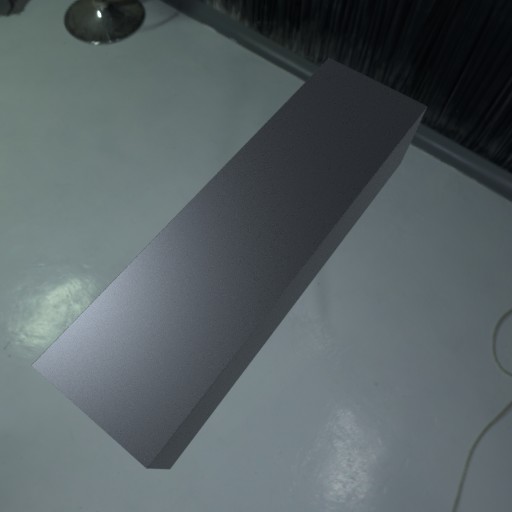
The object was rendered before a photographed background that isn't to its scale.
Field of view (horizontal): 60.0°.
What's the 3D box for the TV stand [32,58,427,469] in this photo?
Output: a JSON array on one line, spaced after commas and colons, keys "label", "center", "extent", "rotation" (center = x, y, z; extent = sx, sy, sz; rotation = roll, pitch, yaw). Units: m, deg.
[{"label": "TV stand", "center": [0.000, 0.000, 1.474], "extent": [0.390, 0.518, 1.312], "rotation": [34, 69, 15]}]
